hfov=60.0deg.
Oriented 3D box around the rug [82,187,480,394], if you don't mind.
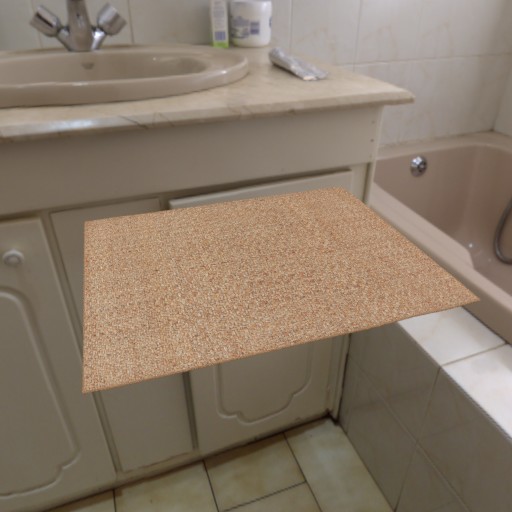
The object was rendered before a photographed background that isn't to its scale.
[{"bbox_3d":[0.000,0.000,4.115,3.048,0.013,2.439,-10,33,-15],"label":"rug"}]
